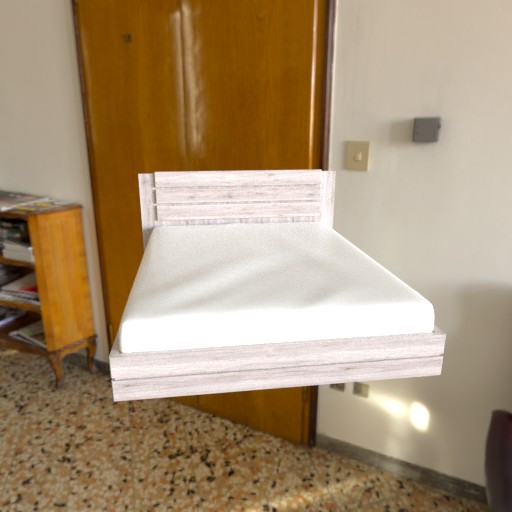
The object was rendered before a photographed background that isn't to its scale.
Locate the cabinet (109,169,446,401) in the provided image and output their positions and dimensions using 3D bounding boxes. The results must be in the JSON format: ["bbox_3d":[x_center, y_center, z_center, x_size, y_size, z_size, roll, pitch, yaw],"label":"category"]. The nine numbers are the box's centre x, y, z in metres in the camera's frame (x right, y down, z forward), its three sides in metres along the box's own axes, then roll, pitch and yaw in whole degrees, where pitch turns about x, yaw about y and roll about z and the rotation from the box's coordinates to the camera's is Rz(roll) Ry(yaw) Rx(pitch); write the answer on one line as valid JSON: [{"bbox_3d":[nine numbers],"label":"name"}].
[{"bbox_3d":[0.000,0.000,3.084,1.750,0.970,2.080,-2,17,-8],"label":"cabinet"}]
